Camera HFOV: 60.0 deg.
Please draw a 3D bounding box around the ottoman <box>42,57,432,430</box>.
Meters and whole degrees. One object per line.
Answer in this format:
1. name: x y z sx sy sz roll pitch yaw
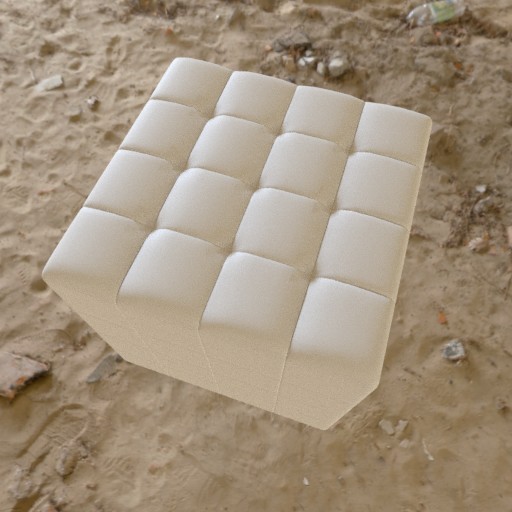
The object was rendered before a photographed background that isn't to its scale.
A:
1. ottoman: 0.000 0.000 0.782 0.425 0.432 0.425 17 64 9
